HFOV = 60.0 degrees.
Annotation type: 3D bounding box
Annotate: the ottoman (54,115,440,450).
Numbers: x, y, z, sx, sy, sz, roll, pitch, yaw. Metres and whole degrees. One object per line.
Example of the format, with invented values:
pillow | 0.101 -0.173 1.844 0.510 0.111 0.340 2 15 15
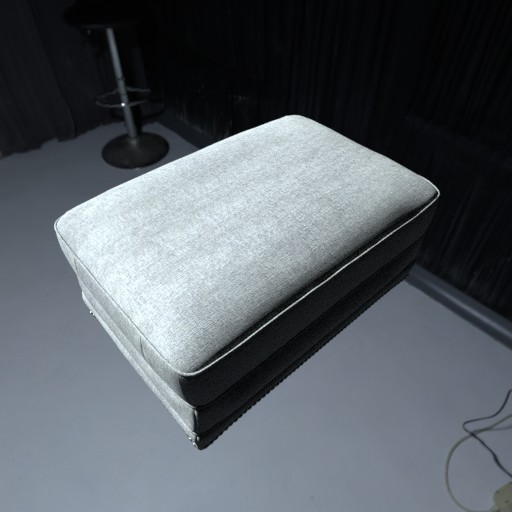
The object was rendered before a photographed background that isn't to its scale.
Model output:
ottoman | 0.000 0.000 1.185 0.813 0.457 0.561 -33 55 -27
